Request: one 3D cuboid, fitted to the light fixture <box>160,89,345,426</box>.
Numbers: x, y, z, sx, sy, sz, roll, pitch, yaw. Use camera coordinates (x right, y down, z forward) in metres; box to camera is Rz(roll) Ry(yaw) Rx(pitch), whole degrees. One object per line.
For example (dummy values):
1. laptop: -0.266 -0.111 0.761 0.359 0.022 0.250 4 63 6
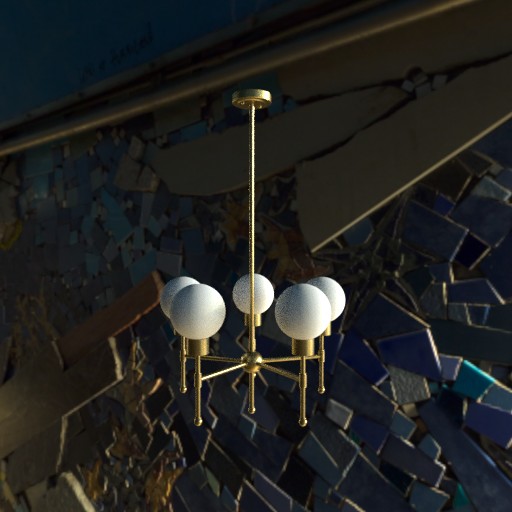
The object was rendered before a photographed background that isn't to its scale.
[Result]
1. light fixture: 0.000 0.000 1.832 0.815 1.331 0.785 -1 2 -35
